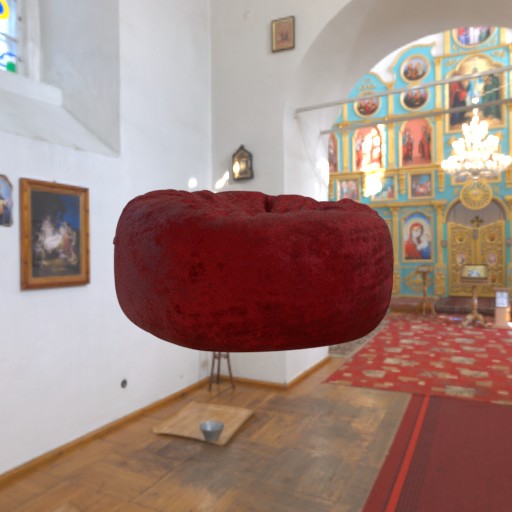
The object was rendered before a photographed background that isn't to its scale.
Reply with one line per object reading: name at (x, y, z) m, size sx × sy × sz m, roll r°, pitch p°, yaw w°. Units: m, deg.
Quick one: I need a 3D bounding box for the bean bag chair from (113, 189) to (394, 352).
bean bag chair at (0.000, 0.000, 2.482) m, size 1.524 × 0.878 × 1.524 m, roll 0°, pitch 0°, yaw -18°
